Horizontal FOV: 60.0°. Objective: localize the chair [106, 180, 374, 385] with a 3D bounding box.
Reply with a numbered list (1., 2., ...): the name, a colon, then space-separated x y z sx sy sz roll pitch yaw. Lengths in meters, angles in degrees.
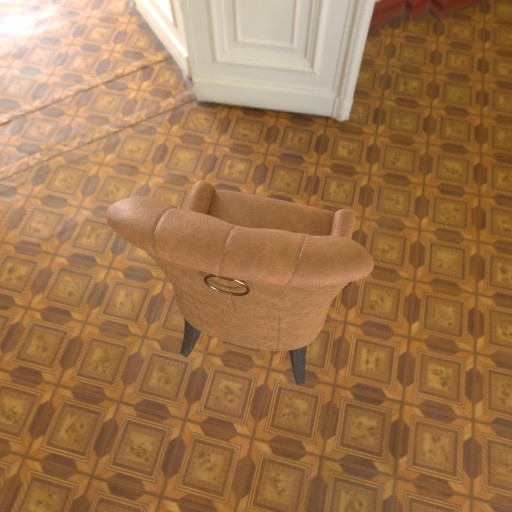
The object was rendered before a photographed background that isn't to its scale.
1. chair: 0.000 0.000 1.487 0.634 1.091 0.629 12 64 6
